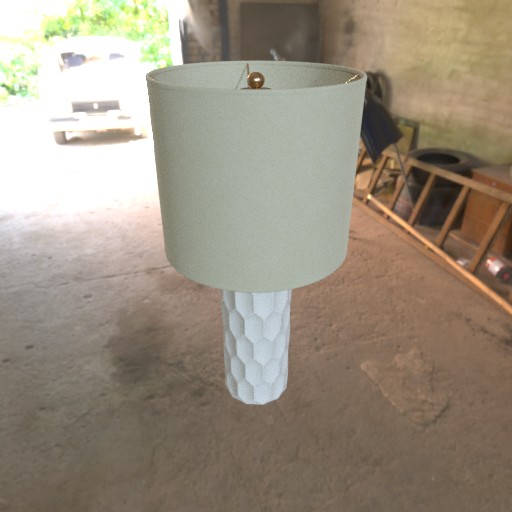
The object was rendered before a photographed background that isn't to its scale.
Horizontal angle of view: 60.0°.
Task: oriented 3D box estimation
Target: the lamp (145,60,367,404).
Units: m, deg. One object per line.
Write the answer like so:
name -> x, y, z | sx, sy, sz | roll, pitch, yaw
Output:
lamp -> 0.000, 0.000, 0.695 | 0.277, 0.537, 0.277 | 18, 34, 28
